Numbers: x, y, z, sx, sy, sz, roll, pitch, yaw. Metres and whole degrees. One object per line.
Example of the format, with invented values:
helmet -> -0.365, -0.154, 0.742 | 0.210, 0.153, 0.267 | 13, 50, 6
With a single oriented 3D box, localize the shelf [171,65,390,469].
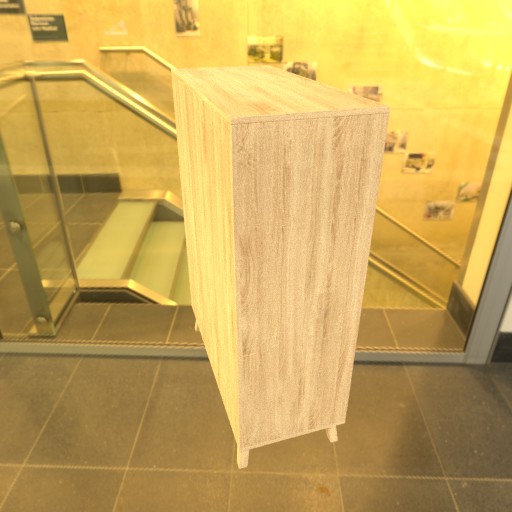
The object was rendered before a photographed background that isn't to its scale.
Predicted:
shelf -> 0.000, 0.000, 1.896 | 0.450, 1.390, 1.000 | -9, 31, -15
